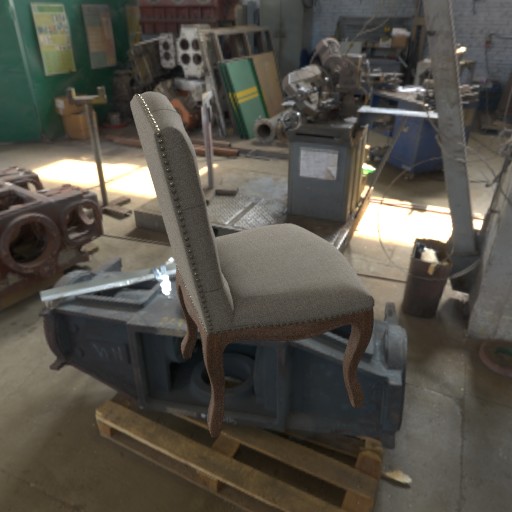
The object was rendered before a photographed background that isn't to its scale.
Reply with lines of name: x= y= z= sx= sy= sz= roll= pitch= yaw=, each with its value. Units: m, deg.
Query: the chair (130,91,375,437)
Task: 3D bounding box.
chair: x=0.000 y=0.000 z=1.645 sx=0.731 sy=1.191 sz=0.637 roll=-11 pitch=31 yaw=-18
